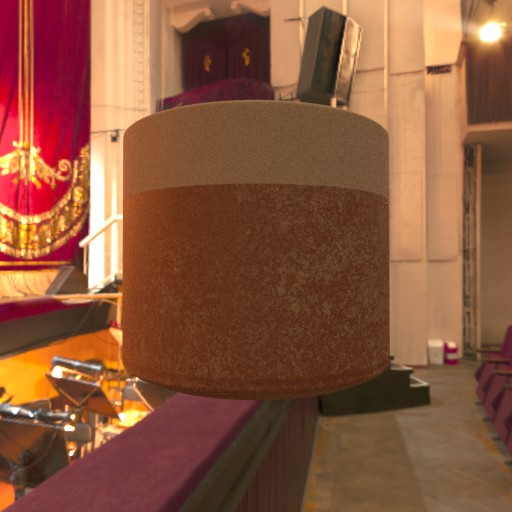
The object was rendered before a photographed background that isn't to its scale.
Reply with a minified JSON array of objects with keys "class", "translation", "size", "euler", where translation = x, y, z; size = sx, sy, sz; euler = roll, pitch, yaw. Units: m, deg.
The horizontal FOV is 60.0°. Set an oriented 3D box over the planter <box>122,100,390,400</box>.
[{"class":"planter","translation":[0.000,0.000,0.275],"size":[0.159,0.138,0.159],"euler":[0,-1,0]}]
